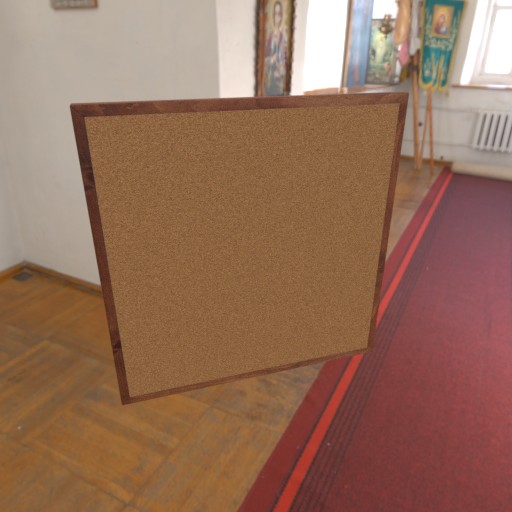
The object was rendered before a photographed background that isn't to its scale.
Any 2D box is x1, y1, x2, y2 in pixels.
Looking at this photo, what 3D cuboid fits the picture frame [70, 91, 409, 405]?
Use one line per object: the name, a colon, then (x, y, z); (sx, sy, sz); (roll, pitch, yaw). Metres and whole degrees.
picture frame: (0.000, 0.000, 1.206); (0.810, 0.817, 0.029); (-8, 27, -16)
